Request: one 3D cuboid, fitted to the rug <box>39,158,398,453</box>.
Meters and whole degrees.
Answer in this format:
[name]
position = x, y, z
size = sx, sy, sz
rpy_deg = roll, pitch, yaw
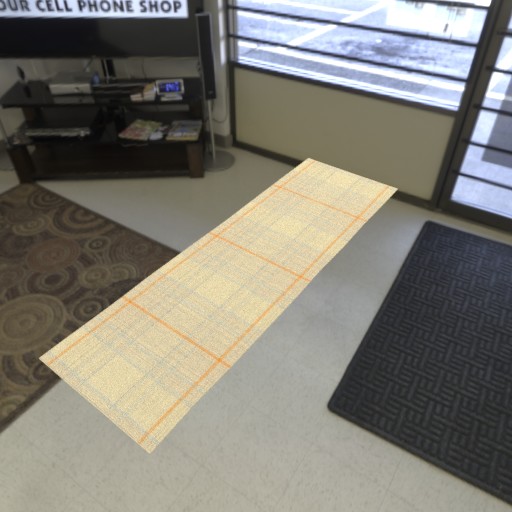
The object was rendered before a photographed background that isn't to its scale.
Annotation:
[rug]
position = 0.000, 0.000, 2.683
size = 0.770, 0.016, 2.442
rpy_deg = 26, 47, 27
